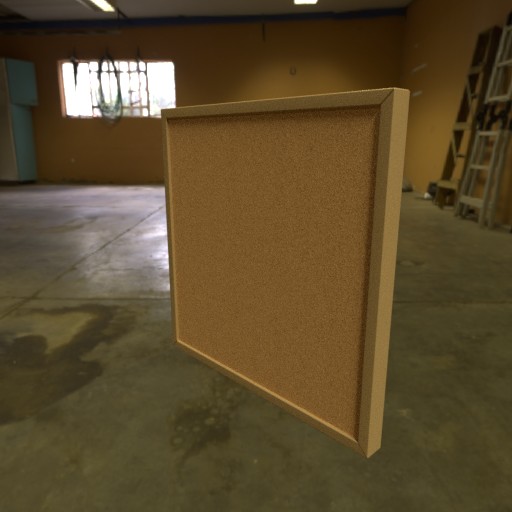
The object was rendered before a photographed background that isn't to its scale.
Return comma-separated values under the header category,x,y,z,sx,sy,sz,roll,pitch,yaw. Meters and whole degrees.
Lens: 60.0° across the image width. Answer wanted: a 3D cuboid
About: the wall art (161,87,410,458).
category,x,y,z,sx,sy,sz,roll,pitch,yaw
wall art,0.000,0.000,0.772,0.036,0.509,0.509,-14,20,-42
